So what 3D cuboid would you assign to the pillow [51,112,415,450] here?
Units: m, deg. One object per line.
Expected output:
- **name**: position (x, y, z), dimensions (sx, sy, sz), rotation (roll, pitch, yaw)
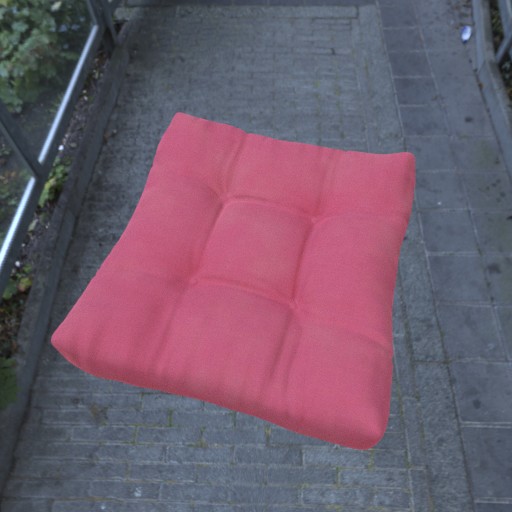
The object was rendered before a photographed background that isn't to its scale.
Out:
- **pillow**: position (0.000, 0.000, 0.718), dimensions (0.468, 0.128, 0.490), rotation (13, 60, 8)
